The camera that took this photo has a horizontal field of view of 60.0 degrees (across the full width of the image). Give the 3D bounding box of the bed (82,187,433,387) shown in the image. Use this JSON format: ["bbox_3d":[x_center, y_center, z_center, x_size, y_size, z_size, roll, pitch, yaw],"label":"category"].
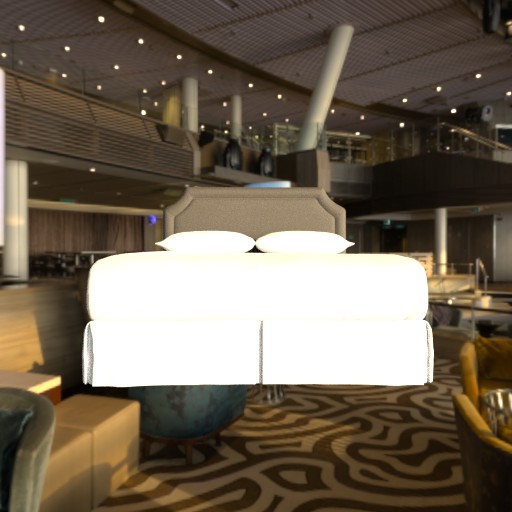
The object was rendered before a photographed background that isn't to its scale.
[{"bbox_3d":[0.000,0.000,3.909,2.194,1.561,2.536,0,0,-1],"label":"bed"}]
